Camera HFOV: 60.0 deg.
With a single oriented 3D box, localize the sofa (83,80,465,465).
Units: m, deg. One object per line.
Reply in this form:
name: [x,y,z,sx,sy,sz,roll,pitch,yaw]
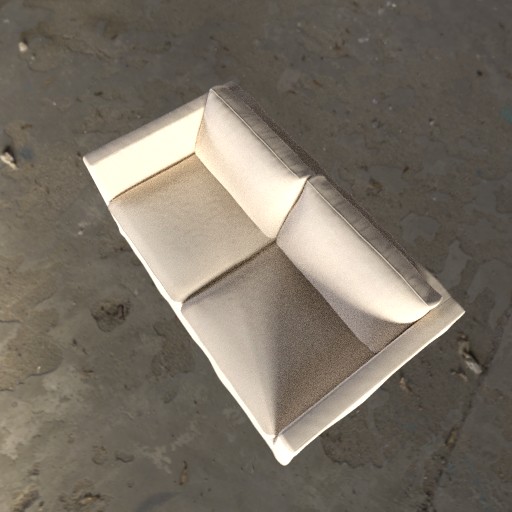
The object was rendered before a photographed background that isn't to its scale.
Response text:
sofa: [0.000,0.000,2.300,0.962,0.834,1.746,-33,67,-16]
